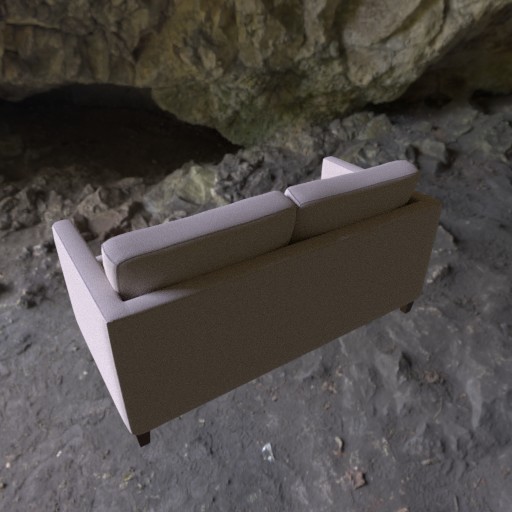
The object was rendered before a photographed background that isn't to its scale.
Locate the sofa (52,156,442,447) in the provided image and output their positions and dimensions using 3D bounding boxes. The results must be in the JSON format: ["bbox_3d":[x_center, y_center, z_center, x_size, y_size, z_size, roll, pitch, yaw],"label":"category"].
[{"bbox_3d":[0.000,0.000,2.252,1.722,0.888,0.873,-19,36,-28],"label":"sofa"}]
